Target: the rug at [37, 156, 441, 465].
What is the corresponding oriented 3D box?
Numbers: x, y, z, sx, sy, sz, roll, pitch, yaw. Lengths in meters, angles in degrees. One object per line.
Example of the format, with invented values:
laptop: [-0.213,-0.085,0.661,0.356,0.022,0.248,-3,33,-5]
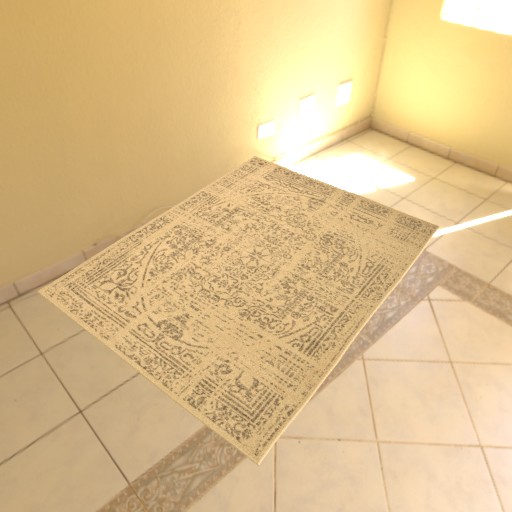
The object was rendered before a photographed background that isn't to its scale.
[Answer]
rug: [0.000,0.000,3.976,2.311,0.032,2.921,27,48,28]
